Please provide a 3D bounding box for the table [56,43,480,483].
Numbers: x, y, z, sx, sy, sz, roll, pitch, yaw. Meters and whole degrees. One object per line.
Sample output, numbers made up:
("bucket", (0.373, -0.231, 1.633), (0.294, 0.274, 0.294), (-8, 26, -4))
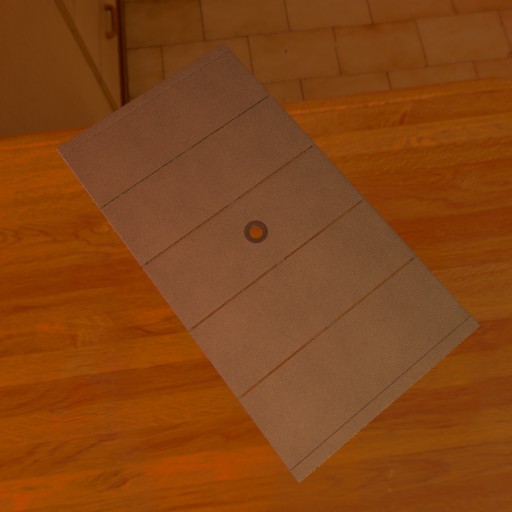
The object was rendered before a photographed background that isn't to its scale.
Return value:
("table", (0.000, 0.000, 2.181), (0.914, 0.735, 1.680), (-37, 77, -10))
